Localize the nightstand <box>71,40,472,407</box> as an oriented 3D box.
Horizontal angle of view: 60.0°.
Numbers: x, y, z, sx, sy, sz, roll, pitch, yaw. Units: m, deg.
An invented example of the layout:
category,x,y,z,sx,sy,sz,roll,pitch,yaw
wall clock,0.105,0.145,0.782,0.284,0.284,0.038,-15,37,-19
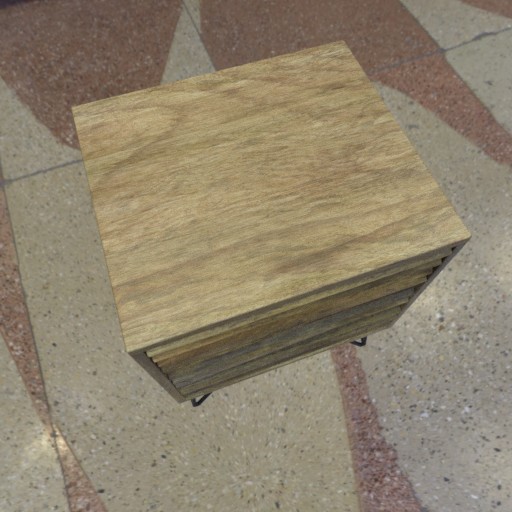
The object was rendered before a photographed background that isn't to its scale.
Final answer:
category,x,y,z,sx,sy,sz,roll,pitch,yaw
nightstand,0.000,0.000,0.875,0.457,0.559,0.406,-18,65,-9
